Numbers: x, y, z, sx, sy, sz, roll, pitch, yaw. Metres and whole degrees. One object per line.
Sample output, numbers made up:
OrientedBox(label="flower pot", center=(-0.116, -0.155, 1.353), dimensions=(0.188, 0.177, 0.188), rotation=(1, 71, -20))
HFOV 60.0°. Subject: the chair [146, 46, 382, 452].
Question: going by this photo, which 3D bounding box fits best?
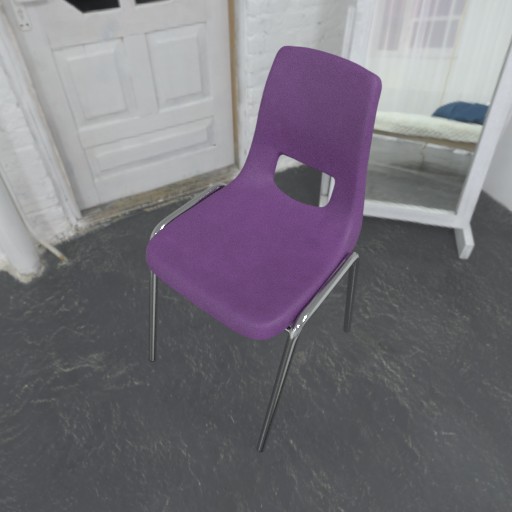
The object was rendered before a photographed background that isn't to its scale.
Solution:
OrientedBox(label="chair", center=(0.000, 0.000, 0.932), dimensions=(0.381, 0.704, 0.432), rotation=(31, 55, 25))
